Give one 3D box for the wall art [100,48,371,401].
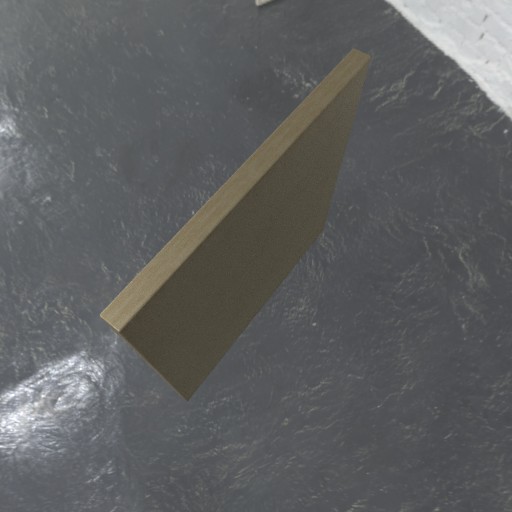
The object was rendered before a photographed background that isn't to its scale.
[{"bbox_3d":[0.000,0.000,0.772,0.030,0.506,0.503,34,69,15],"label":"wall art"}]
